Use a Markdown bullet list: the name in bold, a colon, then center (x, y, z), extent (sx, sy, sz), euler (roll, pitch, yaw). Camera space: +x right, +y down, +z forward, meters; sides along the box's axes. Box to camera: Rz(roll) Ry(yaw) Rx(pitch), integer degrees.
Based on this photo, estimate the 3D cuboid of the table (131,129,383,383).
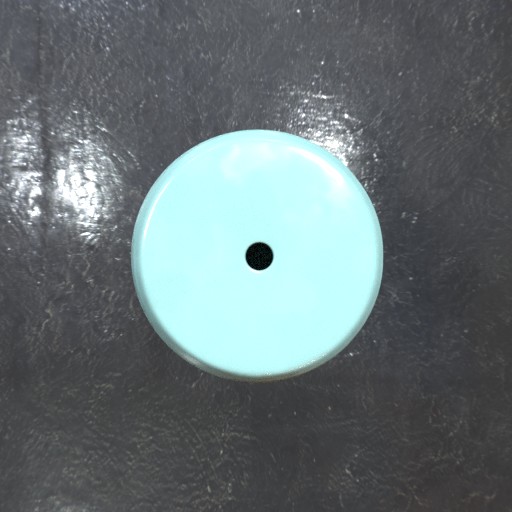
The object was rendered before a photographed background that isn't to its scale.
- **table**: center (0.000, 0.000, 0.621), extent (0.309, 0.397, 0.309), euler (0, 90, -1)
